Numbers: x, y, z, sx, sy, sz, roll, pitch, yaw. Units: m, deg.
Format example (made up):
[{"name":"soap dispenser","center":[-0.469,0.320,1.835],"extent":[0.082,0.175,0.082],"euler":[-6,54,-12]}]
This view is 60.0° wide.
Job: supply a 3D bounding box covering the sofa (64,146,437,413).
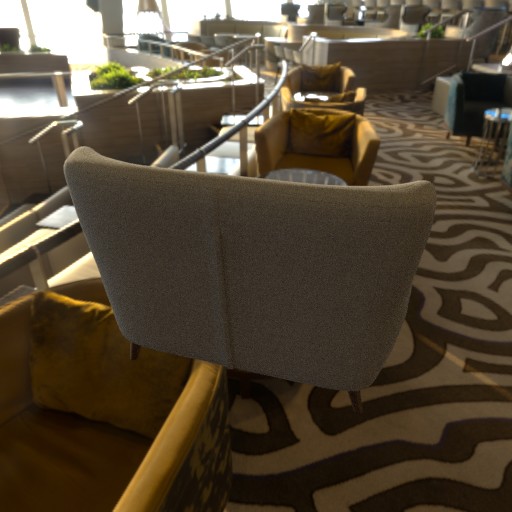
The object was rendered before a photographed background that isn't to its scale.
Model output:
[{"name":"sofa","center":[0.000,0.000,2.017],"extent":[1.386,1.028,0.884],"euler":[9,31,15]}]
